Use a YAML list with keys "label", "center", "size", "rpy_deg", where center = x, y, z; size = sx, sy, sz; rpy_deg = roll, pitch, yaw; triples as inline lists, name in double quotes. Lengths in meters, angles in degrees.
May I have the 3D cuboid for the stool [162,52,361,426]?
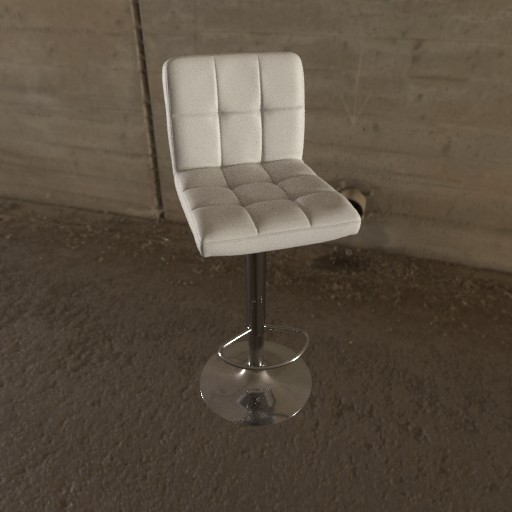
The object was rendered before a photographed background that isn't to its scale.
- label: "stool"
  center: [0.000, 0.000, 1.394]
  size: [0.430, 1.115, 0.505]
  rpy_deg: [-9, 33, -14]
